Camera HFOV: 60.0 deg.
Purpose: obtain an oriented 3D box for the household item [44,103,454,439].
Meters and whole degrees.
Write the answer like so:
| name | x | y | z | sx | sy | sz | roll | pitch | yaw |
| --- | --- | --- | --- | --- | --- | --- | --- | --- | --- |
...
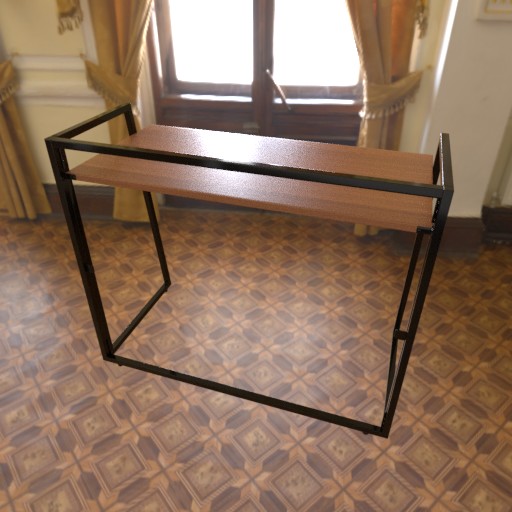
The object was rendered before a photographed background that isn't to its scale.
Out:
| name | x | y | z | sx | sy | sz | roll | pitch | yaw |
| --- | --- | --- | --- | --- | --- | --- | --- | --- | --- |
| household item | 0.000 | 0.000 | 1.503 | 1.050 | 0.860 | 0.510 | 10 | 35 | 15 |
